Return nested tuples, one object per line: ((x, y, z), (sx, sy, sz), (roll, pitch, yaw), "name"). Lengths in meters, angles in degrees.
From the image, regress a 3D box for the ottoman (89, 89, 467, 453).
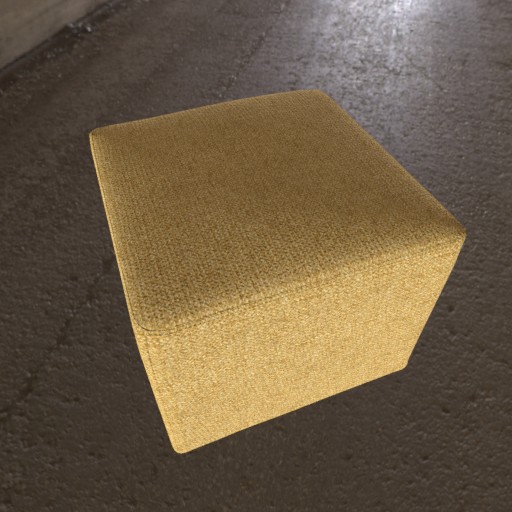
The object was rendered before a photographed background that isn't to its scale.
((0.000, 0.000, 0.887), (0.505, 0.441, 0.512), (-16, 49, -14), "ottoman")
